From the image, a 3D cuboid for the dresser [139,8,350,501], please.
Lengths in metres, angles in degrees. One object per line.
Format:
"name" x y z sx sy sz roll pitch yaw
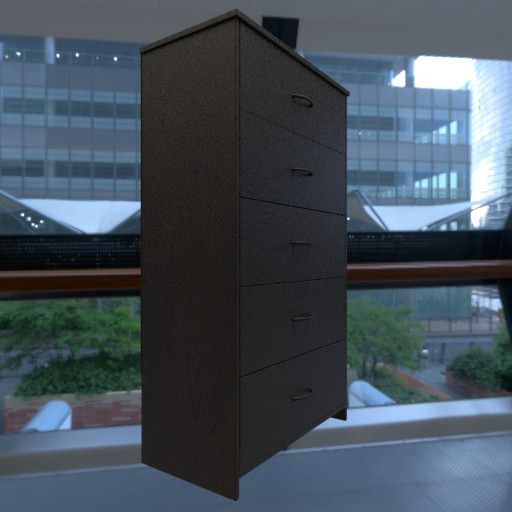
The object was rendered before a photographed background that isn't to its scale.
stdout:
"dresser" 0.000 0.000 1.518 0.418 1.254 0.704 0 0 35
